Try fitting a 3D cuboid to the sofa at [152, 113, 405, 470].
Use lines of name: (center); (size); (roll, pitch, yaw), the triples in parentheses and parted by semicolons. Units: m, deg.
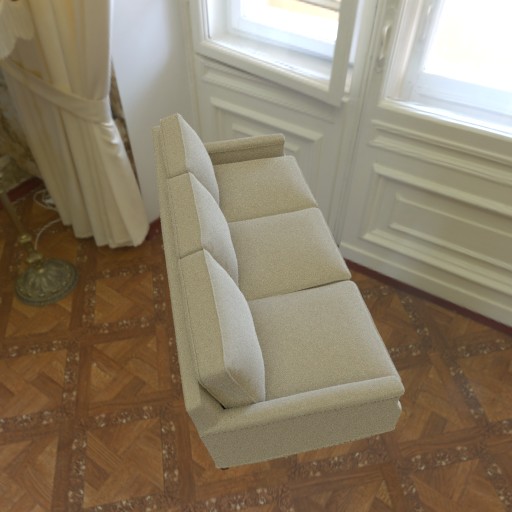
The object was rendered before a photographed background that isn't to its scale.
sofa: (0.000, 0.000, 2.825); (1.084, 1.003, 2.246); (-9, 48, -8)
